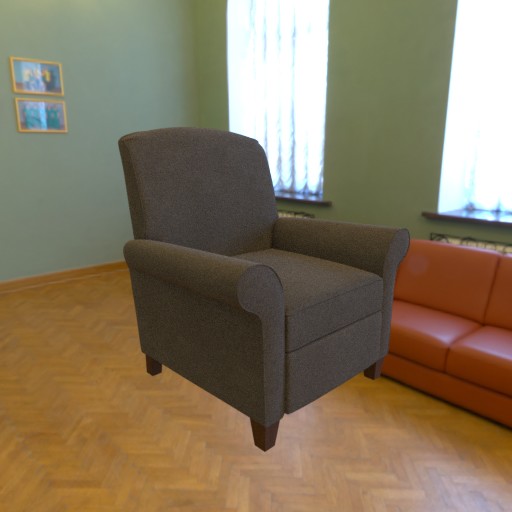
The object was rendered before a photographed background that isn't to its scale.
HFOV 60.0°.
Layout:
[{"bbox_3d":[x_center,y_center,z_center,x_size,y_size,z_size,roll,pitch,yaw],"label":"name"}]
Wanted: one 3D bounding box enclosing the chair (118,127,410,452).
[{"bbox_3d":[0.000,0.000,1.854,0.978,1.061,0.905,-13,19,-43],"label":"chair"}]
